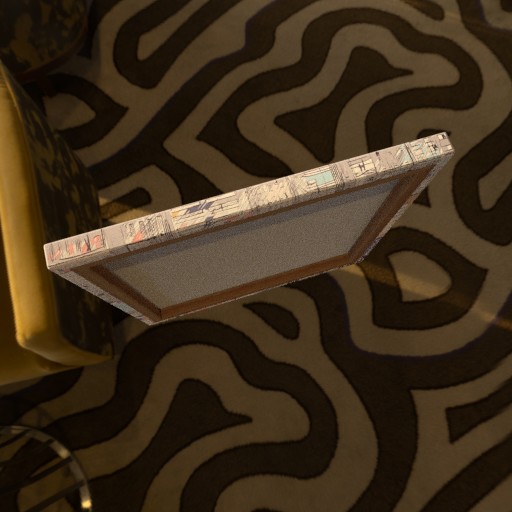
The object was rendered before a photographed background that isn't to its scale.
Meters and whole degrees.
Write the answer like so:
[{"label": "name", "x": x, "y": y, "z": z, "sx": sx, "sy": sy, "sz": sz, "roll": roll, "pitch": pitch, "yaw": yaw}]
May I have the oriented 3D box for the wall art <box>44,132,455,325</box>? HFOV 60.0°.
[{"label": "wall art", "x": 0.000, "y": 0.000, "z": 0.924, "sx": 0.607, "sy": 0.608, "sz": 0.038, "roll": -16, "pitch": 75, "yaw": -5}]
